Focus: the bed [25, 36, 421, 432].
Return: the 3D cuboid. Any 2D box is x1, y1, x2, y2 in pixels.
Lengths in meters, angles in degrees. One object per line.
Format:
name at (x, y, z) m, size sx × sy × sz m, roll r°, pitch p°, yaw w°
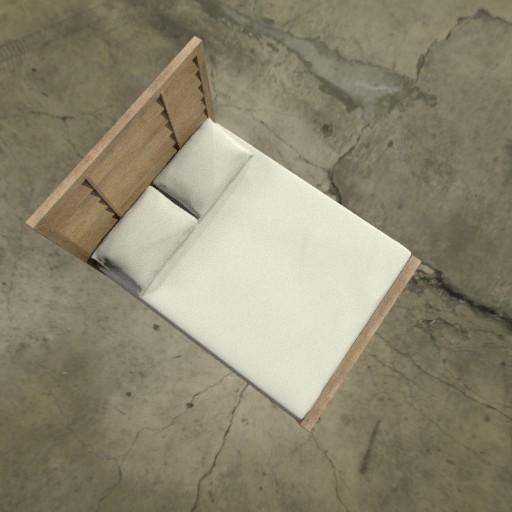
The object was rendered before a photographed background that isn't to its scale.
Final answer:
bed at (0.000, 0.000, 3.402) m, size 2.197 × 1.626 × 1.626 m, roll 35°, pitch 78°, yaw 9°
